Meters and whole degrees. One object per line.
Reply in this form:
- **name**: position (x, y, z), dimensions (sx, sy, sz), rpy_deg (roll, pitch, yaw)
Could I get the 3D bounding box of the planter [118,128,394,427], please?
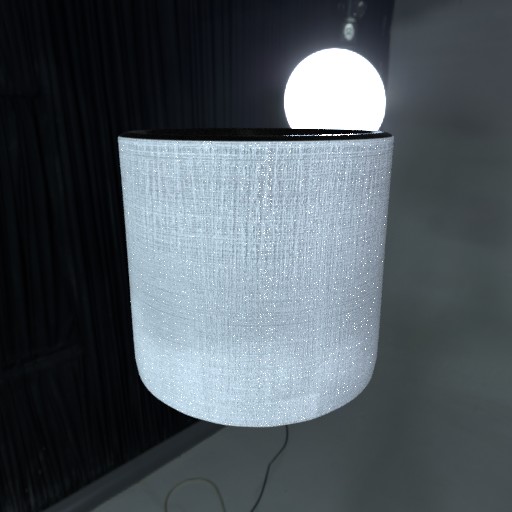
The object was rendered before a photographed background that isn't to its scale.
- **planter**: position (0.000, 0.000, 0.286), dimensions (0.160, 0.156, 0.160), rpy_deg (0, 17, 0)
